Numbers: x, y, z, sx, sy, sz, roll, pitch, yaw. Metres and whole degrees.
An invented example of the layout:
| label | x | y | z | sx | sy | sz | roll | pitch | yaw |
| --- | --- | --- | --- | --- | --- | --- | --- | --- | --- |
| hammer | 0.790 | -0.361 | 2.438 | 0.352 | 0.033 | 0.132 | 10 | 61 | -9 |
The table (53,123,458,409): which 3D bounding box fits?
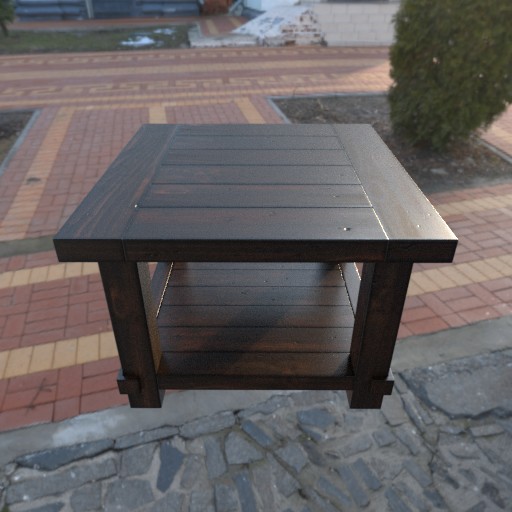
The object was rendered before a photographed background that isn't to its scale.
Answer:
| label | x | y | z | sx | sy | sz | roll | pitch | yaw |
| --- | --- | --- | --- | --- | --- | --- | --- | --- | --- |
| table | 0.000 | 0.000 | 1.017 | 0.593 | 0.437 | 0.606 | 0 | 32 | 0 |
